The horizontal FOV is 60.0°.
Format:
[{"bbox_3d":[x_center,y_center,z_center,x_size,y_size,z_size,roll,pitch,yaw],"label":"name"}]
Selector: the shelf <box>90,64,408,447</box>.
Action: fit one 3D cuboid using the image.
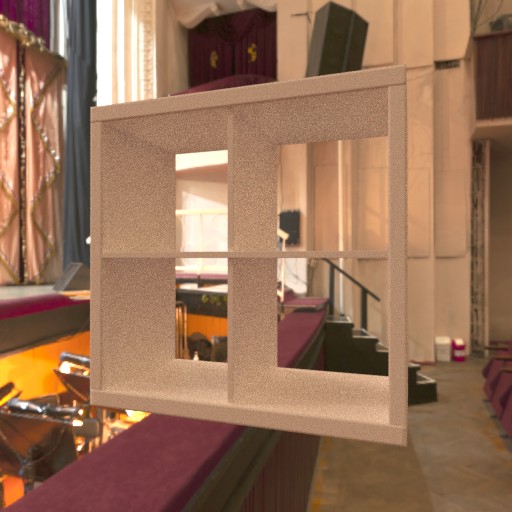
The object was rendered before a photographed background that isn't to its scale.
[{"bbox_3d":[0.000,0.000,1.224,0.790,0.786,0.390,0,0,19],"label":"shelf"}]
